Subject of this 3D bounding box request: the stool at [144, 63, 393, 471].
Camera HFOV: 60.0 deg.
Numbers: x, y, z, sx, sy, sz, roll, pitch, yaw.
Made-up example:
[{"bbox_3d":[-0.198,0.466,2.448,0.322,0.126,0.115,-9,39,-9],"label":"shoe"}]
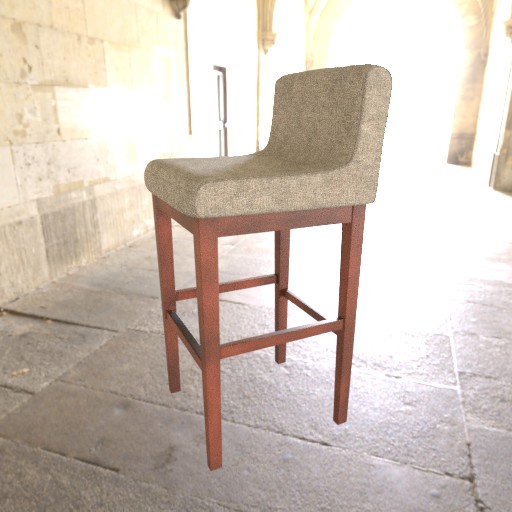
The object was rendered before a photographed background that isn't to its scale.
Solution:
[{"bbox_3d":[0.000,0.000,1.215,0.499,0.965,0.426,-9,20,-25],"label":"stool"}]
